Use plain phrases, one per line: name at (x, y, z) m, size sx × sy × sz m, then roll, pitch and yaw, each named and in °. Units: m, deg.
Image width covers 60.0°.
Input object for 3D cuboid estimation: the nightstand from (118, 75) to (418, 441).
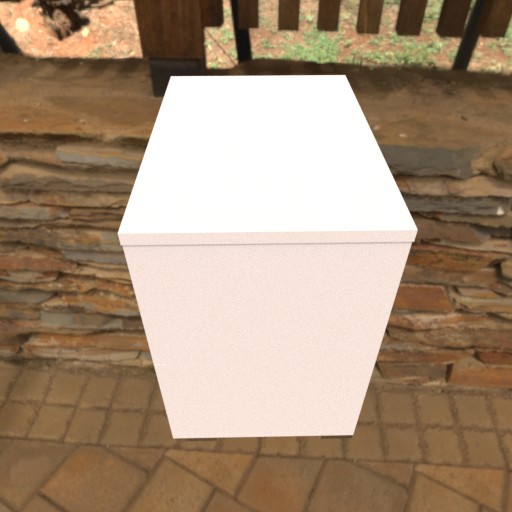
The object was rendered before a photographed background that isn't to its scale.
nightstand at (0.000, 0.000, 0.773) m, size 0.325 × 0.460 × 0.441 m, roll -1°, pitch 42°, yaw -1°
